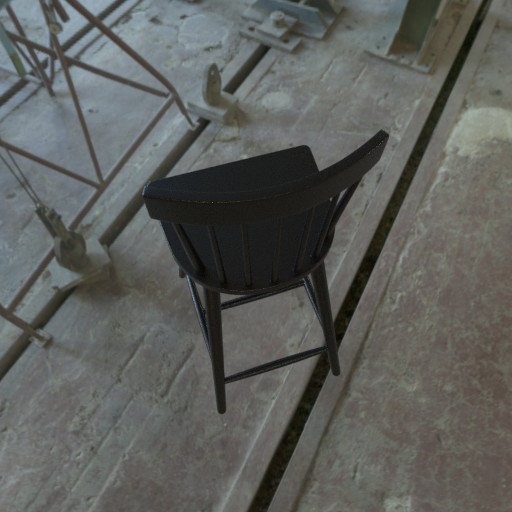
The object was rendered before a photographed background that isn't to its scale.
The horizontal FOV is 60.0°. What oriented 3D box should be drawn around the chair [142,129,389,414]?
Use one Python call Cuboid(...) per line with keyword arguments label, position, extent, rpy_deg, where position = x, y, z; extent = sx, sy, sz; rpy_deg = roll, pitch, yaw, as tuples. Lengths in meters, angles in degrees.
Cuboid(label="chair", position=(0.000, 0.000, 1.253), extent=(0.483, 0.952, 0.572), rpy_deg=(-15, 60, -9))
